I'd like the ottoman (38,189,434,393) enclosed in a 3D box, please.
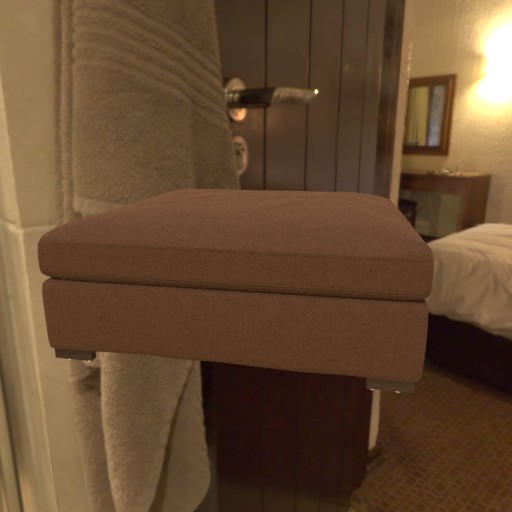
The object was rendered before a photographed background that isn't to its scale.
[{"bbox_3d":[0.000,0.000,1.830,1.181,0.470,1.181,3,15,11],"label":"ottoman"}]
